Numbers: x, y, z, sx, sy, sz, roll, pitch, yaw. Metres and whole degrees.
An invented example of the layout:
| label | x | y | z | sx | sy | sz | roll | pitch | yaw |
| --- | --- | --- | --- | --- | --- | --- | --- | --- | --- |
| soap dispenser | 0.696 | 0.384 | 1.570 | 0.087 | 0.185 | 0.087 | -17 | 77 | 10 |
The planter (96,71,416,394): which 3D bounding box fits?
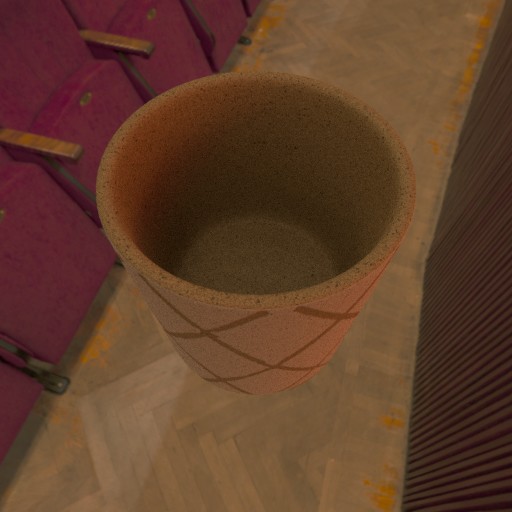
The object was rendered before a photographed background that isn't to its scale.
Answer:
| label | x | y | z | sx | sy | sz | roll | pitch | yaw |
| --- | --- | --- | --- | --- | --- | --- | --- | --- | --- |
| planter | 0.000 | 0.000 | 0.350 | 0.191 | 0.199 | 0.191 | 0 | 57 | 0 |
